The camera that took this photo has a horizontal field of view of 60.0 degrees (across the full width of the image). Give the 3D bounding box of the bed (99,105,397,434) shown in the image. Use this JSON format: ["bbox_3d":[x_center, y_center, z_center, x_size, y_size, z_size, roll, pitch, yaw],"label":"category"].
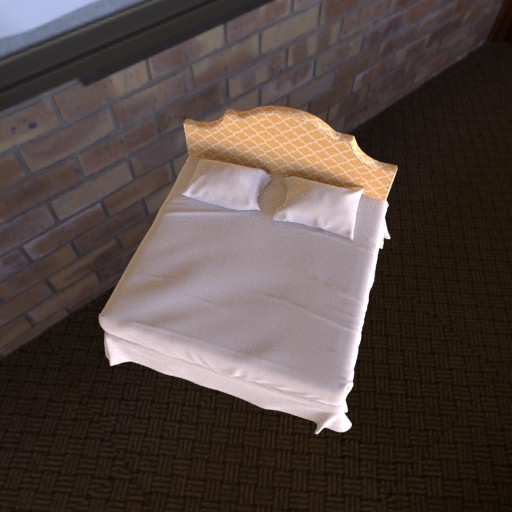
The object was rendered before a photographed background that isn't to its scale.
[{"bbox_3d":[0.000,0.000,3.806,2.314,1.601,2.222,15,59,10],"label":"bed"}]
